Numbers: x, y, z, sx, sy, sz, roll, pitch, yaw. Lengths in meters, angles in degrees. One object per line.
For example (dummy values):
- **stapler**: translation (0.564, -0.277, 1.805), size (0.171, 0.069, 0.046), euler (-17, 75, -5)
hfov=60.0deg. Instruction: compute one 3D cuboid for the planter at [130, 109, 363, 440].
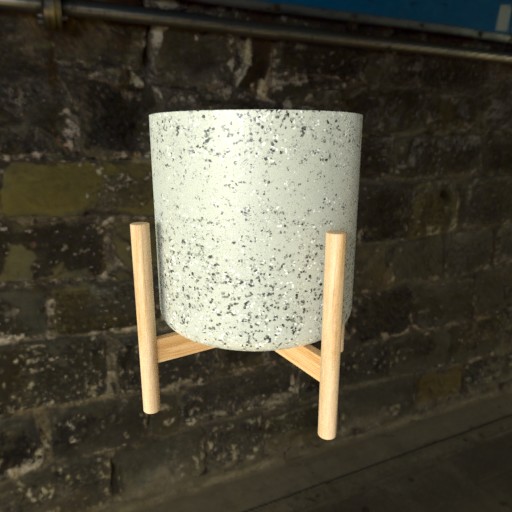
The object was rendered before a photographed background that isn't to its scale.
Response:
- **planter**: translation (0.000, 0.000, 0.697), size (0.360, 0.419, 0.360), euler (-2, 15, -9)
